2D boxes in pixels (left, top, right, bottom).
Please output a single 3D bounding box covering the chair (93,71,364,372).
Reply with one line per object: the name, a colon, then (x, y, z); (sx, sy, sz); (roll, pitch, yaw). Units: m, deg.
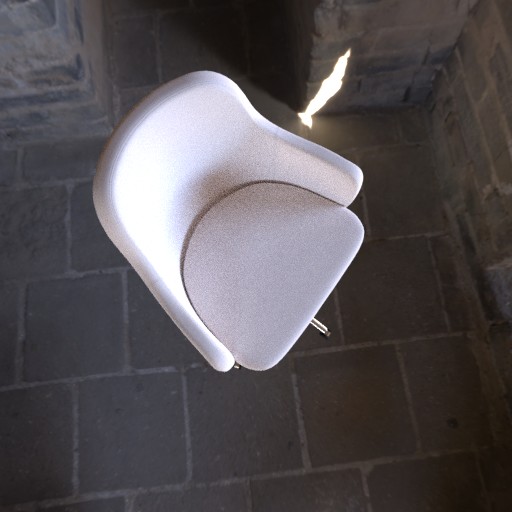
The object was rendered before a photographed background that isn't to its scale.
chair: (0.000, 0.000, 1.231); (0.647, 0.819, 0.602); (35, 78, 9)
